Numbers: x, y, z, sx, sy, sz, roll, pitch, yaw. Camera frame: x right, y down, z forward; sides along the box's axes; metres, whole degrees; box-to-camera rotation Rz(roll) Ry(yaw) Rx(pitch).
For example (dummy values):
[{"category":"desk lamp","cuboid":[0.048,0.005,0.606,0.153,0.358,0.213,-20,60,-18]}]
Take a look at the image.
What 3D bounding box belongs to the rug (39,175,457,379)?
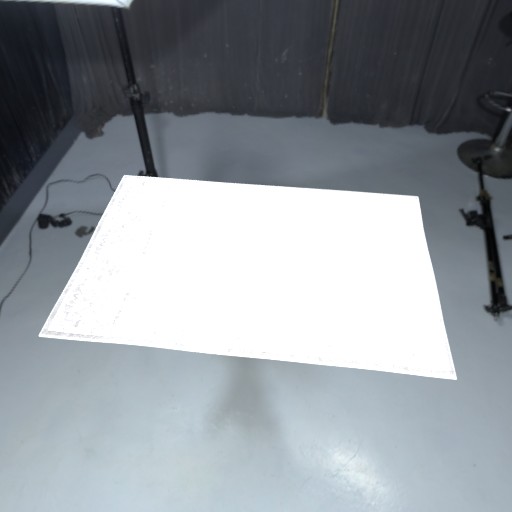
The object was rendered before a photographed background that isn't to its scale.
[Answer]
[{"category":"rug","cuboid":[0.000,0.000,3.504,2.746,0.018,1.819,5,47,5]}]
